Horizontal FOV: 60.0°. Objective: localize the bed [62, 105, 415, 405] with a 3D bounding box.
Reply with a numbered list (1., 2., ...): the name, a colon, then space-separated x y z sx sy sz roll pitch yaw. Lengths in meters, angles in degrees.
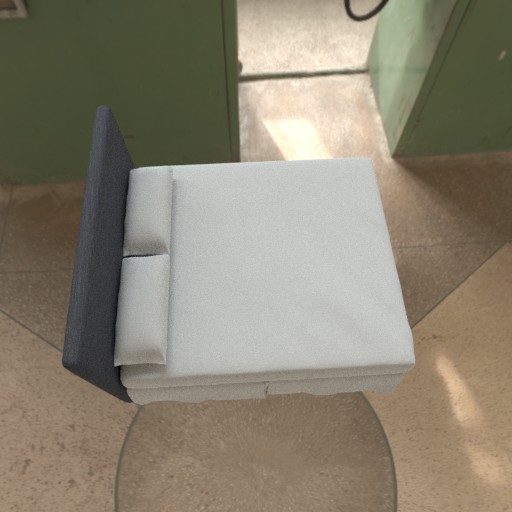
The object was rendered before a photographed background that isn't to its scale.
1. bed: 0.000 0.000 3.269 2.142 1.330 1.884 -3 64 -1
